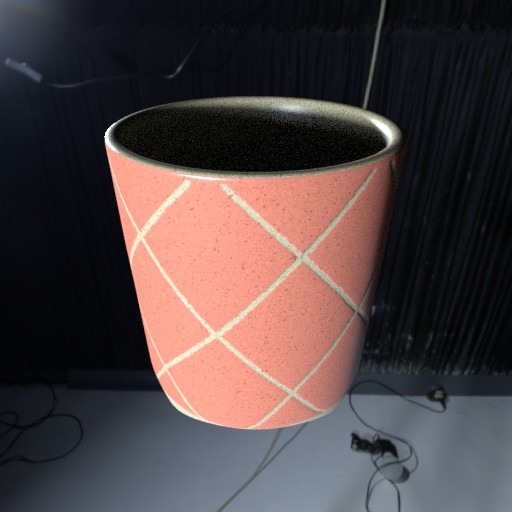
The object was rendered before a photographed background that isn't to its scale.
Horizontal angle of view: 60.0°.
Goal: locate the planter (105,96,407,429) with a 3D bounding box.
[{"bbox_3d":[0.000,0.000,0.341,0.191,0.200,0.191,0,31,0],"label":"planter"}]
